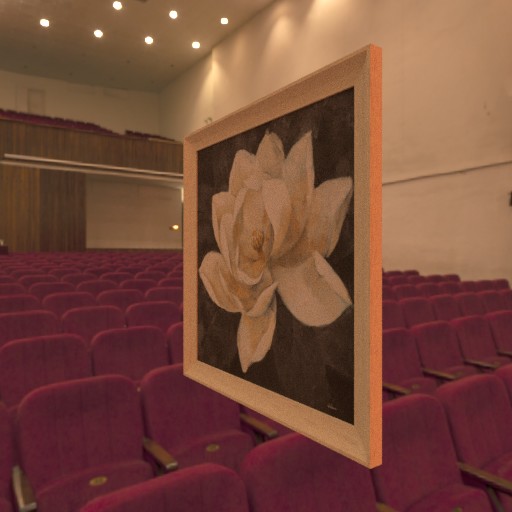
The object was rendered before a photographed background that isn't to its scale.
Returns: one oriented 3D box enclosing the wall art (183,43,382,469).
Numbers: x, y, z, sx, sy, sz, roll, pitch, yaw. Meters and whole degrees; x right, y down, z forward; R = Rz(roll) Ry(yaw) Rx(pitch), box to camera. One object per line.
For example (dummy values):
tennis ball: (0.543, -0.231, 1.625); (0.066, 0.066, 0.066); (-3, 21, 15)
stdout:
wall art: (0.000, 0.000, 1.487); (0.045, 1.016, 1.016); (0, 0, -35)
